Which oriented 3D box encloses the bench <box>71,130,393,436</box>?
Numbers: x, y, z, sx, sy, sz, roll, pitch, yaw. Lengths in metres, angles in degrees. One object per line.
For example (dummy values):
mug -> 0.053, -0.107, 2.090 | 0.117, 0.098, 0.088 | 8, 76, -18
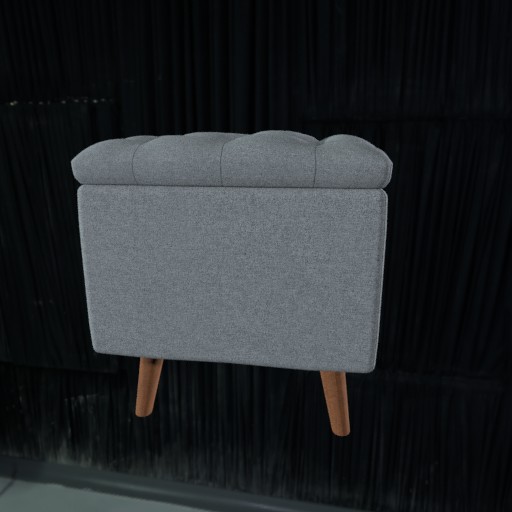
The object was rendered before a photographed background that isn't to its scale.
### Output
bench -> 0.000, 0.000, 0.871 | 0.417, 0.469, 0.572 | 2, 15, 8
